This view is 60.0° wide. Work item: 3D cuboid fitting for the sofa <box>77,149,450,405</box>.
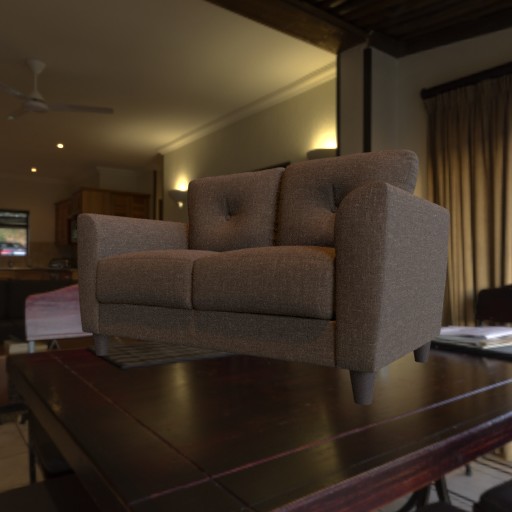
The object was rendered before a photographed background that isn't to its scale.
[{"bbox_3d":[0.000,0.000,1.927,1.423,0.885,0.851,-1,-1,34],"label":"sofa"}]
